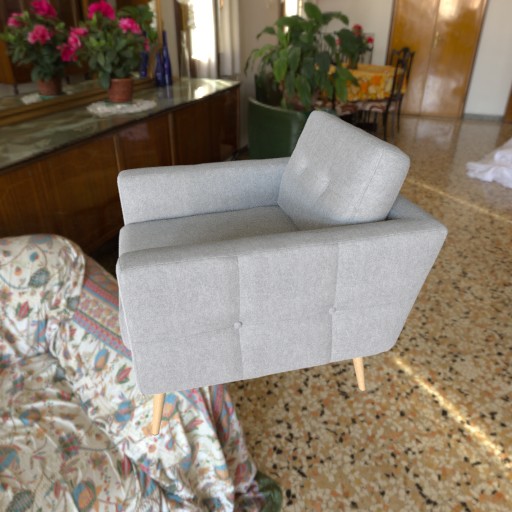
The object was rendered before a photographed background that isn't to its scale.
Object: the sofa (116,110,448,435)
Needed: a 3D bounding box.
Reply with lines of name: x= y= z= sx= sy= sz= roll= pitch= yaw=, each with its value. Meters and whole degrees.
sofa: x=0.000 y=0.000 z=1.530 sx=0.920 sy=0.860 sz=0.770 roll=-7 pitch=30 yaw=-13
